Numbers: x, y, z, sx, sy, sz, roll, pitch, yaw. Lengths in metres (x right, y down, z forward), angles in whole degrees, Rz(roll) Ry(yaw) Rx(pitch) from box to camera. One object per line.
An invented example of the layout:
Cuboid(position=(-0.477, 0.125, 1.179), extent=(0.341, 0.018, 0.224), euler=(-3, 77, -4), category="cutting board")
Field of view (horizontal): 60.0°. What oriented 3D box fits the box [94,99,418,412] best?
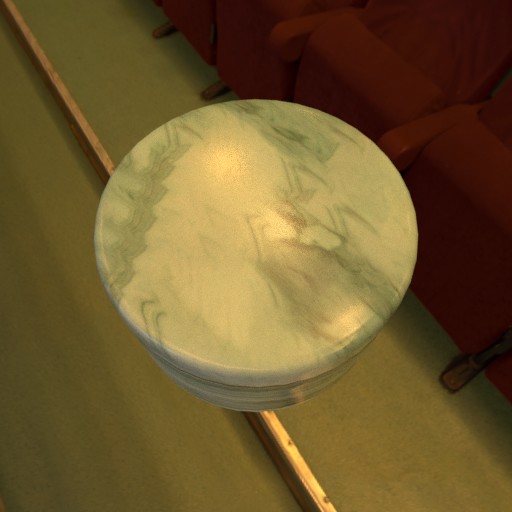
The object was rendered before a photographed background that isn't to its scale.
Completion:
Cuboid(position=(0.000, 0.000, 0.163), extent=(0.101, 0.063, 0.101), euler=(0, 62, 0), category="box")
